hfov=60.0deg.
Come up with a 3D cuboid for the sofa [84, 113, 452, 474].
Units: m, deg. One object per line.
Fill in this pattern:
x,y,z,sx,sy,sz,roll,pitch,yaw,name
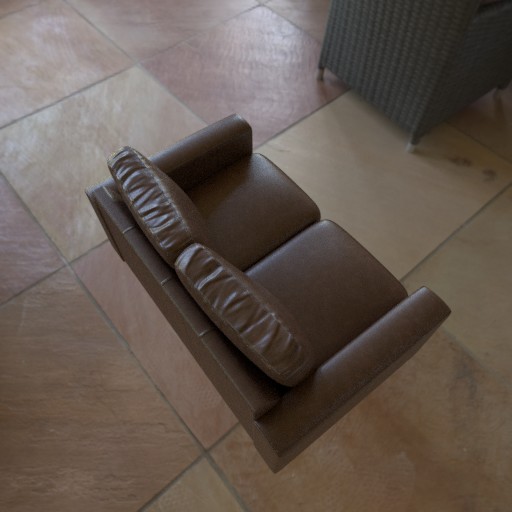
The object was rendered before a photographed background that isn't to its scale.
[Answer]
0.000,0.000,2.212,1.016,0.873,1.616,-33,64,-19,sofa
